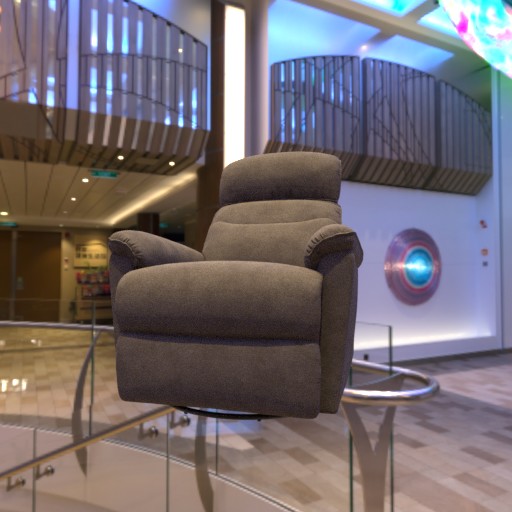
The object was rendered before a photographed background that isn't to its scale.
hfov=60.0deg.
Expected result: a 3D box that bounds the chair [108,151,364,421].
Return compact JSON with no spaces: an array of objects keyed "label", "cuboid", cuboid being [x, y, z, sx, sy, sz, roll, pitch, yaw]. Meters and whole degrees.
[{"label":"chair","cuboid":[0.000,0.000,1.765,0.830,1.036,1.009,-1,-2,17]}]
